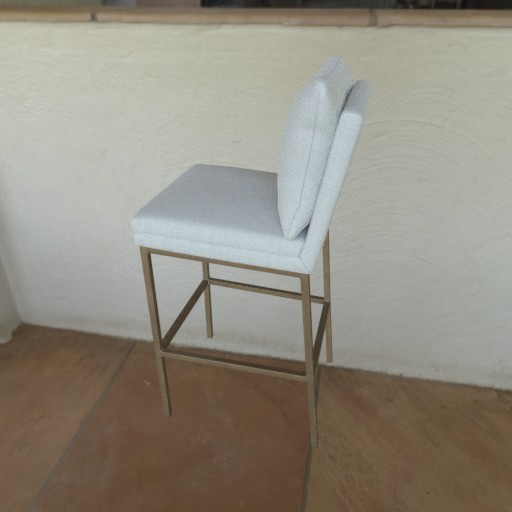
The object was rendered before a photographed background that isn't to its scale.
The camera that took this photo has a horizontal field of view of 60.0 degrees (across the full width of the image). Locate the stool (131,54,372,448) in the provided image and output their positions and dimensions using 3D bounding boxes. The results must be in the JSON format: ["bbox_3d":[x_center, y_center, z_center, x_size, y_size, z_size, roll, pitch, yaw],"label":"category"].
[{"bbox_3d":[0.000,0.000,1.390,0.572,1.125,0.463,8,32,13],"label":"stool"}]
